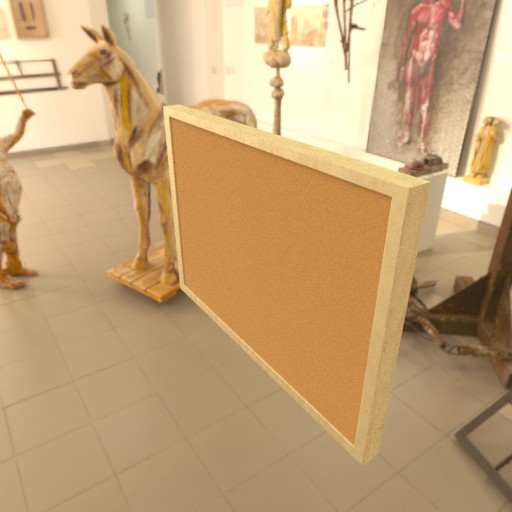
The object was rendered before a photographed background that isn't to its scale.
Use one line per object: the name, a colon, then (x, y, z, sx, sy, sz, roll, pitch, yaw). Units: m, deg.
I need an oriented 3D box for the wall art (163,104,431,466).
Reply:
wall art: (0.000, 0.000, 0.691, 0.032, 0.380, 0.532, -18, 33, -30)
